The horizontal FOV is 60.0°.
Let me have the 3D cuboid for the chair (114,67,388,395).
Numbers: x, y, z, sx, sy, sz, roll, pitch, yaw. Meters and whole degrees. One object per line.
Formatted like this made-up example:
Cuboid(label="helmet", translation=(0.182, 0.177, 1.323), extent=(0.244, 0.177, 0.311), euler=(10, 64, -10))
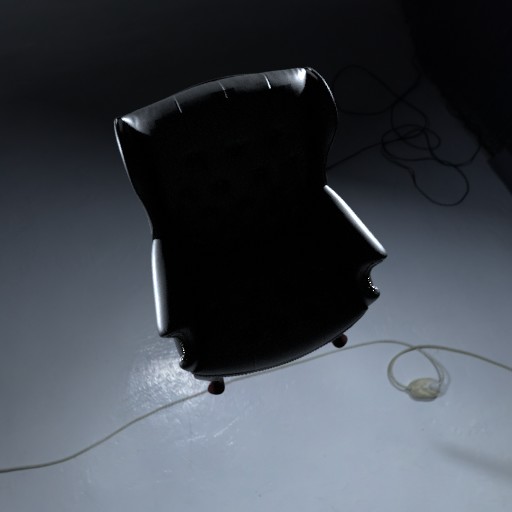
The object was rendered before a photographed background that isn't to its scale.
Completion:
Cuboid(label="chair", translation=(0.000, 0.000, 1.698), extent=(0.838, 1.111, 0.762), euler=(-19, 64, -10))
